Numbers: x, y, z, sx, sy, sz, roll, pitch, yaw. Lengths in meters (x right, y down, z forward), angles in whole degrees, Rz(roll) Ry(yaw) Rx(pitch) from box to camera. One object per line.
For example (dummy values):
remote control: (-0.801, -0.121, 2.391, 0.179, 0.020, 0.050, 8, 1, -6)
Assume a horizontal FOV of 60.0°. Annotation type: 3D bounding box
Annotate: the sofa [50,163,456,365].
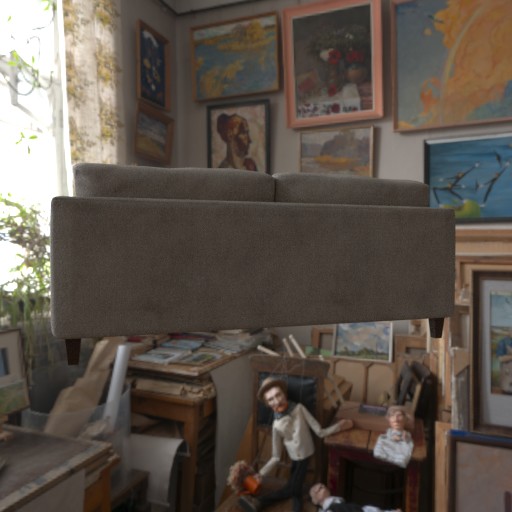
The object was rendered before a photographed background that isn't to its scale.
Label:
sofa: (0.000, 0.000, 2.723, 2.208, 0.965, 0.951, 0, 1, -17)
